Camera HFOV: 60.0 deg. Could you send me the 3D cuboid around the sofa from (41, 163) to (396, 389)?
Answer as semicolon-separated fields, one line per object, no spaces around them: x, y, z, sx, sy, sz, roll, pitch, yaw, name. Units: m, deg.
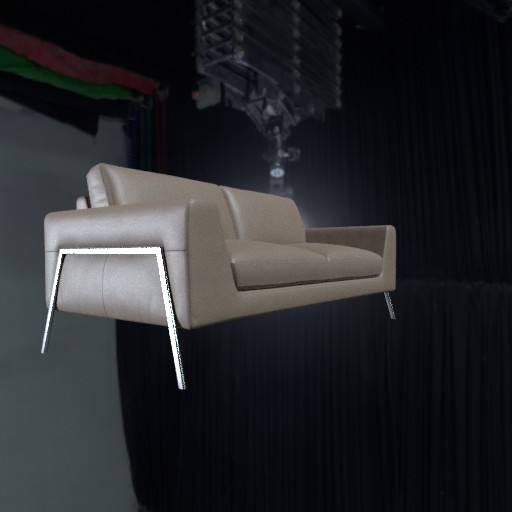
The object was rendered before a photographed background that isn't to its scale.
0.000;0.000;2.538;0.953;0.875;2.017;0;0;37;sofa
